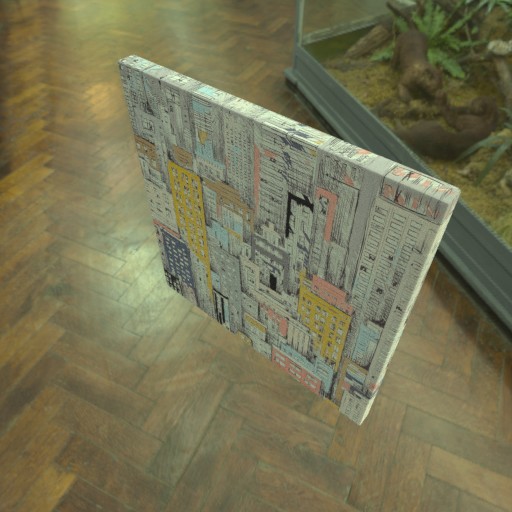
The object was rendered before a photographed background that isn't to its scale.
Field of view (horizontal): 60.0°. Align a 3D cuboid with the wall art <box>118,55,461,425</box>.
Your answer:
[{"bbox_3d":[0.000,0.000,1.087,0.761,0.762,0.048,31,54,27],"label":"wall art"}]
